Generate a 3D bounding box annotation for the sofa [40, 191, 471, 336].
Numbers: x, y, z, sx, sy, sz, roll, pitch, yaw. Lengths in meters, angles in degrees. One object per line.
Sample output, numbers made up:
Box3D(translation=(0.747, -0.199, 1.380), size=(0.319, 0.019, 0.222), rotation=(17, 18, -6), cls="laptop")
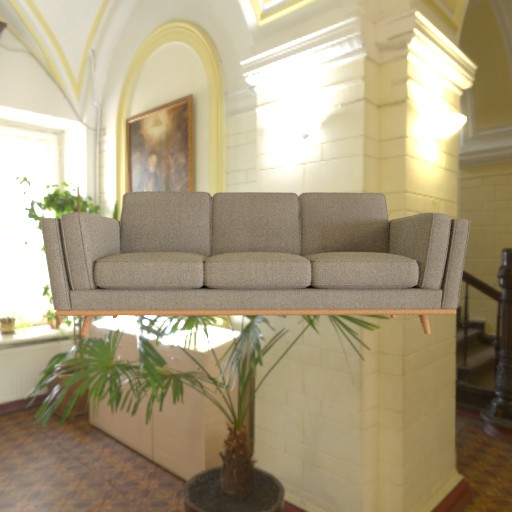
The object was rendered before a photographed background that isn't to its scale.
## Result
Box3D(translation=(0.000, 0.000, 2.851), size=(2.362, 0.899, 0.903), rotation=(0, 1, -1), cls="sofa")
